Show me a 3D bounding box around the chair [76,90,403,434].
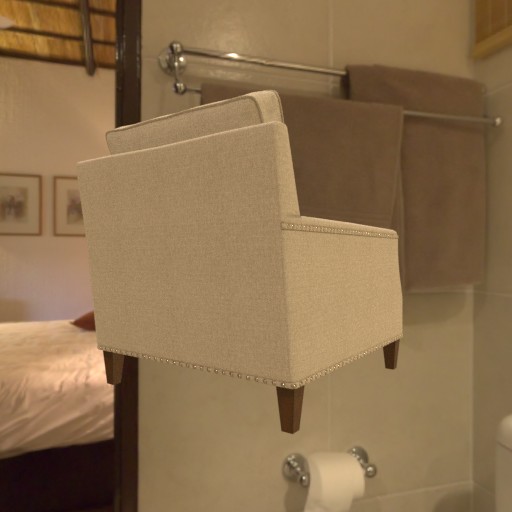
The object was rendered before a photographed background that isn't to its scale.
[{"bbox_3d":[0.000,0.000,1.725,0.853,0.943,1.014,0,0,36],"label":"chair"}]
